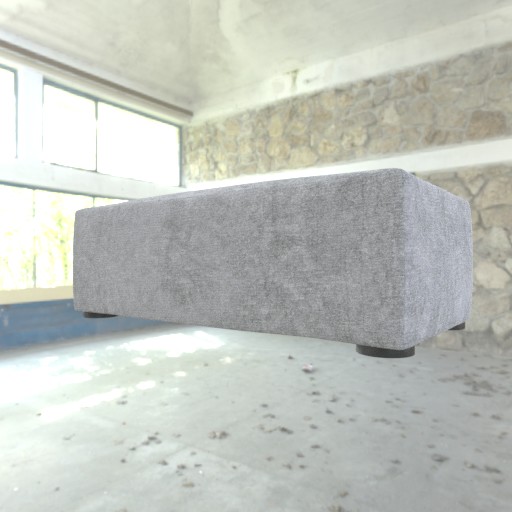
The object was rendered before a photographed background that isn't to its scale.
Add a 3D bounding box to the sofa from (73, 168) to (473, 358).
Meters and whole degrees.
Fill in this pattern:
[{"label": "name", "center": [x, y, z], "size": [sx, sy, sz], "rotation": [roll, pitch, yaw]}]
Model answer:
[{"label": "sofa", "center": [0.000, 0.000, 1.125], "size": [0.930, 0.330, 0.480], "rotation": [-1, -1, 37]}]
